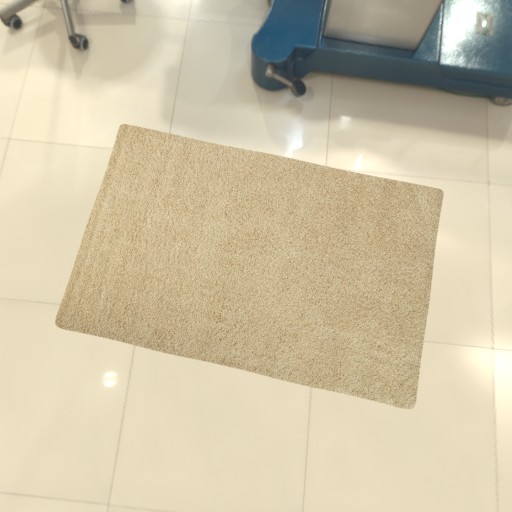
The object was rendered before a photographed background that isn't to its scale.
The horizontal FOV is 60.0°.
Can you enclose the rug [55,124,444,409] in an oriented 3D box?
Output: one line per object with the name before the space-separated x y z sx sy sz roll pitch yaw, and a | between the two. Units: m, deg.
rug | 0.000 0.000 2.980 2.349 0.025 1.500 12 76 3
